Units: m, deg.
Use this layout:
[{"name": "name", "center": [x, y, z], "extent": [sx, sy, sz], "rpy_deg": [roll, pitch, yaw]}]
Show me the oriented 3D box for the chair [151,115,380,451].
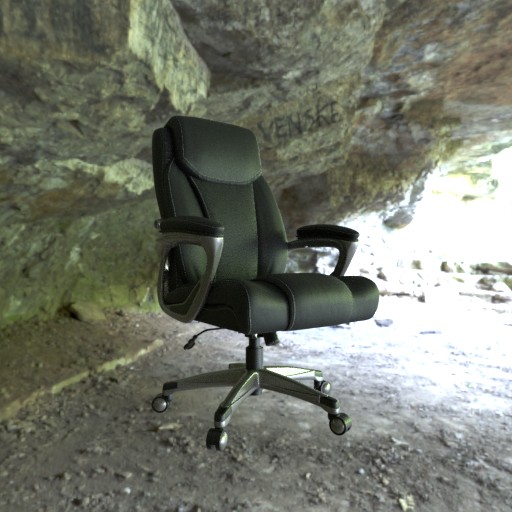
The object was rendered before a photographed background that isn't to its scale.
[{"name": "chair", "center": [0.000, 0.000, 1.681], "extent": [0.741, 1.167, 0.784], "rpy_deg": [0, 0, -36]}]
